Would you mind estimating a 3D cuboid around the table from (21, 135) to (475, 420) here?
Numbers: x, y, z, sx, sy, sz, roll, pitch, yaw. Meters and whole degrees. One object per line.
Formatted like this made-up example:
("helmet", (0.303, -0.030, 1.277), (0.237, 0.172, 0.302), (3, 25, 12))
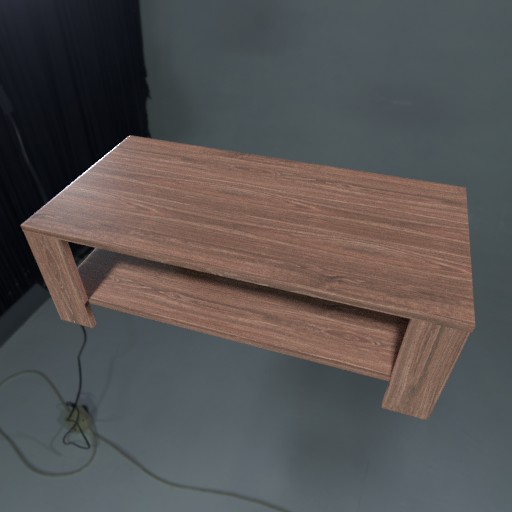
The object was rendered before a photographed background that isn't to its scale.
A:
("table", (0.000, 0.000, 1.454), (1.200, 0.400, 0.600), (12, 42, 14))
